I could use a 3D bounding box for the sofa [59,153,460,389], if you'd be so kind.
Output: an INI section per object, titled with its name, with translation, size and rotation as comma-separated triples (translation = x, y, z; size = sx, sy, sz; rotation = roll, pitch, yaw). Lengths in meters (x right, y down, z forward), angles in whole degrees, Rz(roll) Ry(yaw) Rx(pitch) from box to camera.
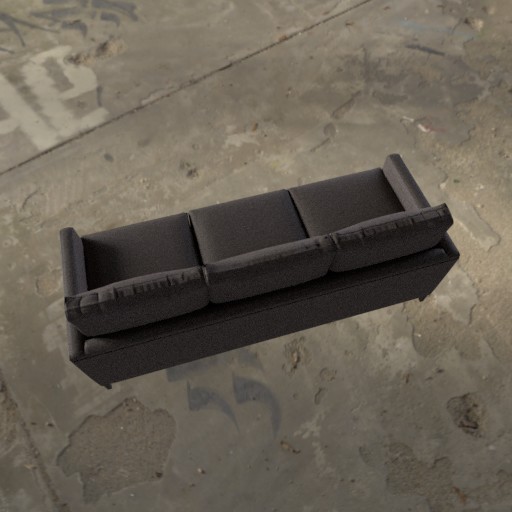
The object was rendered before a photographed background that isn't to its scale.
[sofa]
translation = 0.000, 0.000, 2.763
size = 2.253, 0.882, 0.876
rotation = -14, 60, -8
